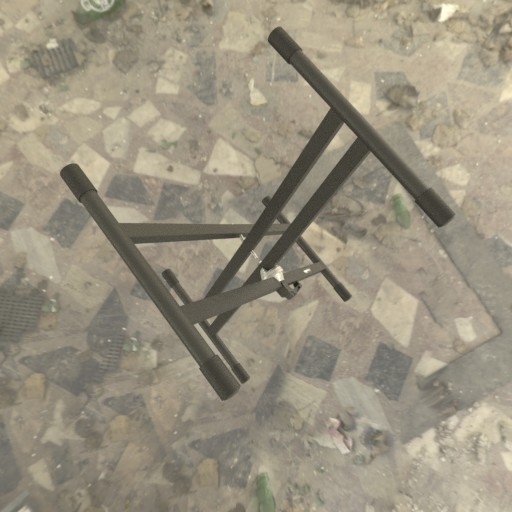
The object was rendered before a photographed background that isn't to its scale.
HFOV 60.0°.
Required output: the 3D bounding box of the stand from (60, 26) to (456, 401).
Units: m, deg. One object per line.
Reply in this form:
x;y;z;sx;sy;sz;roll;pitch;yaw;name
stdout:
0.000;0.000;1.194;0.503;0.900;0.495;-37;79;-9;stand
